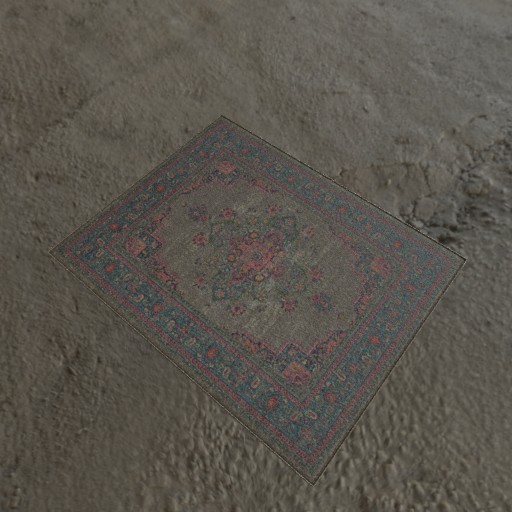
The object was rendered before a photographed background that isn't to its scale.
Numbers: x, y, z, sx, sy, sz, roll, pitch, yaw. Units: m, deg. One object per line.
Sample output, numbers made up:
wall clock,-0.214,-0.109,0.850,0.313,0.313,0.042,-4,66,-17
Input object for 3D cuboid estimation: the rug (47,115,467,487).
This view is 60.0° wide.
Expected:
rug,0.000,0.000,4.109,3.057,0.013,2.434,35,65,19
